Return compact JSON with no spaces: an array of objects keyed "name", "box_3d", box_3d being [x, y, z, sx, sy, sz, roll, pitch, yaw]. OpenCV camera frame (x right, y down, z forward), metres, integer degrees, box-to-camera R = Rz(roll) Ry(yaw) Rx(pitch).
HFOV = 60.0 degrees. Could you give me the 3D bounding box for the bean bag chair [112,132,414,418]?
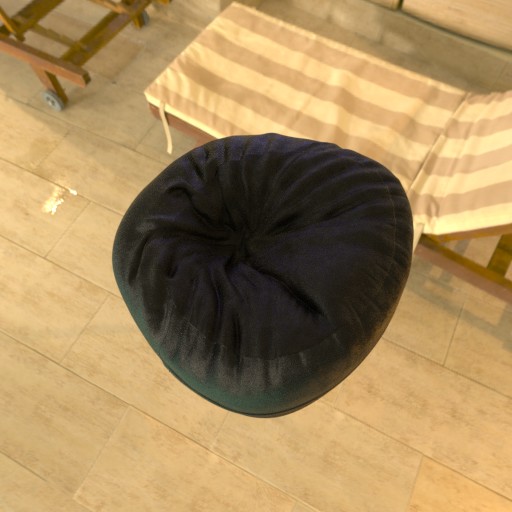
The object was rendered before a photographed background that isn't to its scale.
[{"name":"bean bag chair","box_3d":[0.000,0.000,2.397,1.524,0.878,1.524,30,67,14]}]
